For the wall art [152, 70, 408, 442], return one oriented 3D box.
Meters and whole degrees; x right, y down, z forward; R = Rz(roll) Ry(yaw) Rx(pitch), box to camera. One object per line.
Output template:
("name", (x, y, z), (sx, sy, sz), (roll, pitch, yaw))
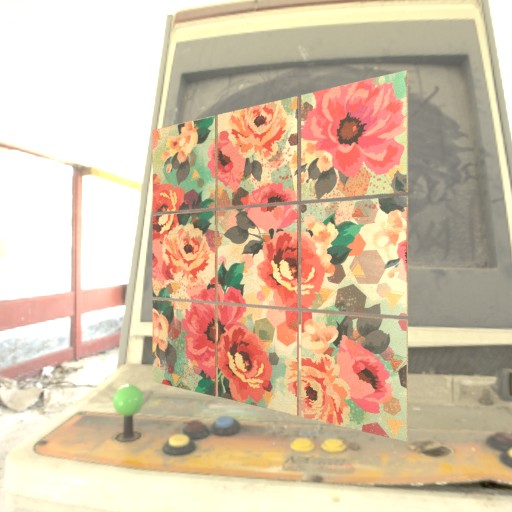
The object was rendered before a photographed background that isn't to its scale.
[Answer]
("wall art", (0.000, 0.000, 1.807), (1.216, 1.220, 0.013), (0, 0, 35))
